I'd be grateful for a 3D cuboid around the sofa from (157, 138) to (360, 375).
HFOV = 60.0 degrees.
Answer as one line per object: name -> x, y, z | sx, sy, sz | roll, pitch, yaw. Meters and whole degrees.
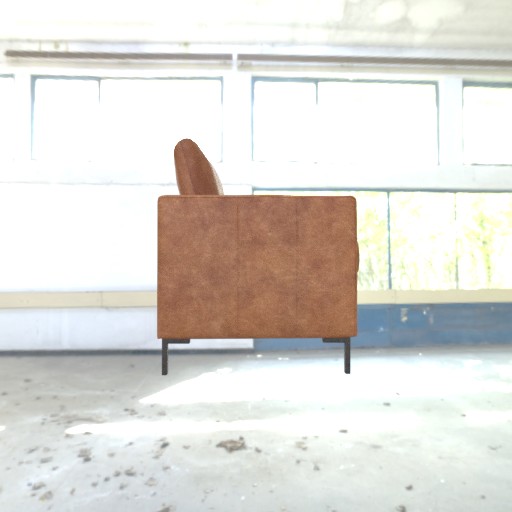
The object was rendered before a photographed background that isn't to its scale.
sofa -> 0.000, 0.000, 2.522 | 0.748, 0.863, 2.029 | 0, -1, -2
